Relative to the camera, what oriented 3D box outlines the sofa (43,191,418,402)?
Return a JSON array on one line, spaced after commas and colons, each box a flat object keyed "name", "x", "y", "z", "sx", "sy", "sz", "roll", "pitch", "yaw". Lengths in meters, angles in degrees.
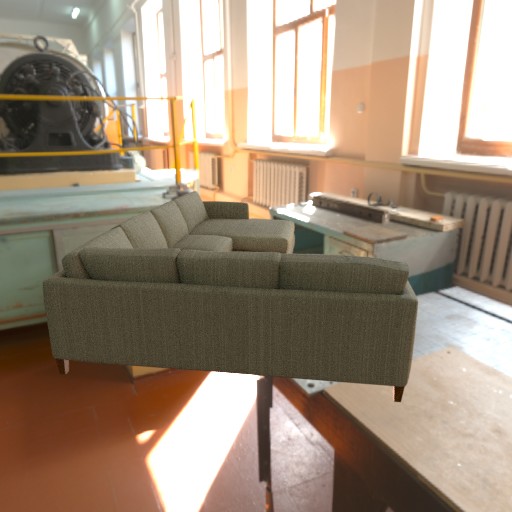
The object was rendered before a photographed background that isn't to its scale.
[{"name": "sofa", "x": 0.000, "y": 0.000, "z": 4.625, "sx": 2.594, "sy": 0.961, "sz": 3.460, "roll": 2, "pitch": 17, "yaw": 8}]
